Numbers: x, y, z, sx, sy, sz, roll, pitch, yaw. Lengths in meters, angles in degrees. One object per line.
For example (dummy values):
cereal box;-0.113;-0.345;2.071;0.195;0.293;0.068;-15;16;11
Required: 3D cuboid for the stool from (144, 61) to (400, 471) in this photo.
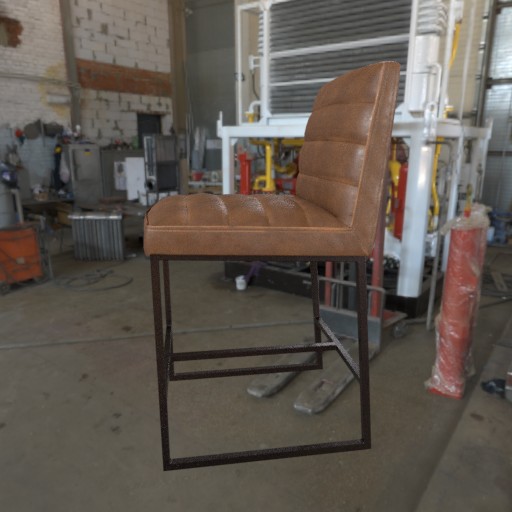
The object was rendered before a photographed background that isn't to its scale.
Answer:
stool;0.000;0.000;1.199;0.562;0.942;0.463;-2;15;-8
